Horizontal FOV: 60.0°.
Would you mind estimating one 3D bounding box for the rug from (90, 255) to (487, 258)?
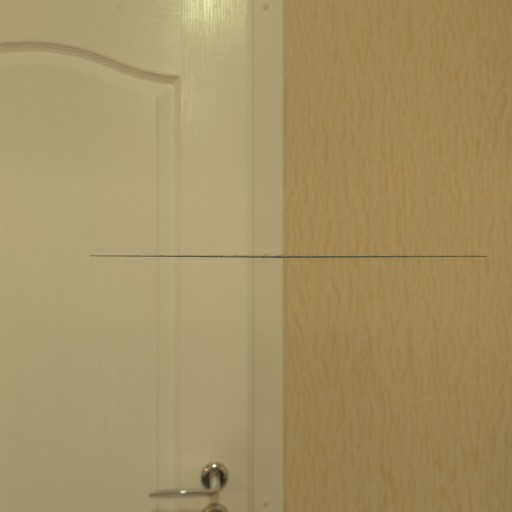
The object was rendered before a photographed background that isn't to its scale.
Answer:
[{"bbox_3d":[0.000,0.000,4.263,2.190,0.008,3.371,0,0,-36],"label":"rug"}]
